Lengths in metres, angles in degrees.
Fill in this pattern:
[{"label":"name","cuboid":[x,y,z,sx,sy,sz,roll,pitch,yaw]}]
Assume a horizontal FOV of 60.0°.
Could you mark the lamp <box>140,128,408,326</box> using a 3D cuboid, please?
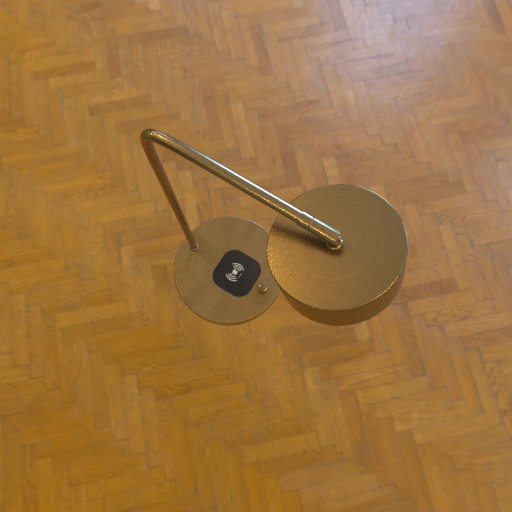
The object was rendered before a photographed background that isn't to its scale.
[{"label":"lamp","cuboid":[0.000,0.000,0.519,0.270,0.380,0.171,31,77,8]}]
